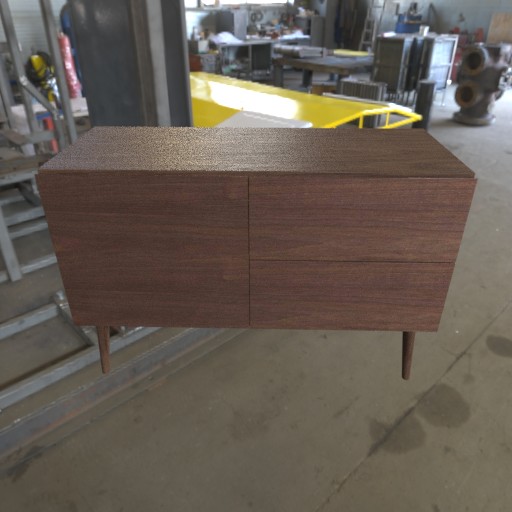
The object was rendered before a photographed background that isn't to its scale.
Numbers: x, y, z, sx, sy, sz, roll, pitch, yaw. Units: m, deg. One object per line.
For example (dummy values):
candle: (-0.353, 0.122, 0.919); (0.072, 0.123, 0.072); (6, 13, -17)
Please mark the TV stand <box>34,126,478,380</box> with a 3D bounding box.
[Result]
TV stand: (0.000, 0.000, 1.326); (0.990, 0.660, 0.405); (1, 30, 1)
